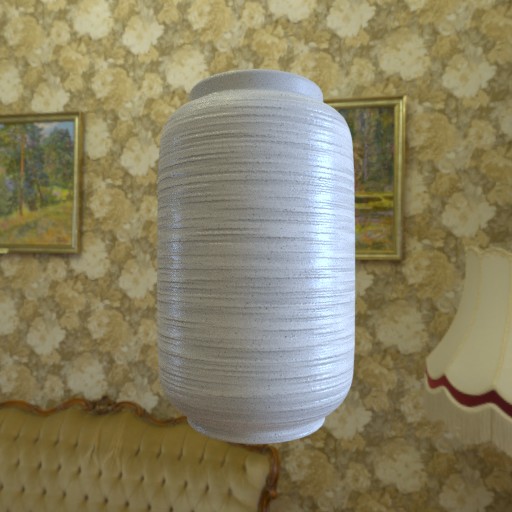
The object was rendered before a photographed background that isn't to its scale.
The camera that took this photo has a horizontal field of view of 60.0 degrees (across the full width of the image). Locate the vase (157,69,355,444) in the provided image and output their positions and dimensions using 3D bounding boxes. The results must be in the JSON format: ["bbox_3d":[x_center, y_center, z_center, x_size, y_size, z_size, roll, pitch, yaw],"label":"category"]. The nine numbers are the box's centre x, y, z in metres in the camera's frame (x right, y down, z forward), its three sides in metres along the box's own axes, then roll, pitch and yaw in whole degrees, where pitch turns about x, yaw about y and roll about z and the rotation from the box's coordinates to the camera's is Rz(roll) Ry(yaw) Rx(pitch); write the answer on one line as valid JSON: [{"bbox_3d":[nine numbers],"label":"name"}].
[{"bbox_3d":[0.000,0.000,0.463,0.202,0.335,0.202,0,-1,0],"label":"vase"}]
